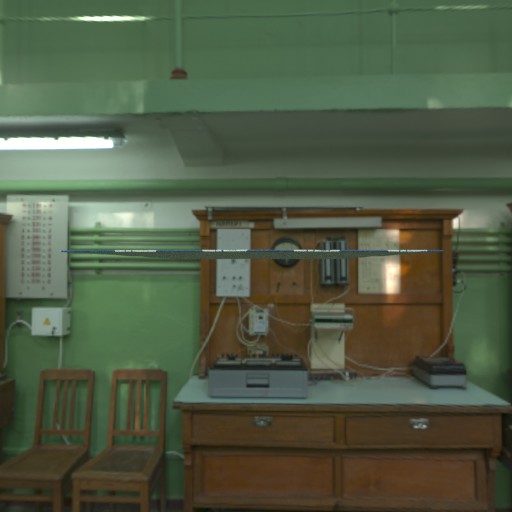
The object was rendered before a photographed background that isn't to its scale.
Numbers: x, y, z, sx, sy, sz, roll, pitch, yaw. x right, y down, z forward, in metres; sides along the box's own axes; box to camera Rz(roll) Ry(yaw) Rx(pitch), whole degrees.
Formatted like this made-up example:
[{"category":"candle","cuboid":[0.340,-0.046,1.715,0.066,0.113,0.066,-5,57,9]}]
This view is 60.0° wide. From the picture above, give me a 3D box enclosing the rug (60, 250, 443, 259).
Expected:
[{"category":"rug","cuboid":[0.000,0.000,2.186,1.153,0.010,1.755,0,-1,1]}]
